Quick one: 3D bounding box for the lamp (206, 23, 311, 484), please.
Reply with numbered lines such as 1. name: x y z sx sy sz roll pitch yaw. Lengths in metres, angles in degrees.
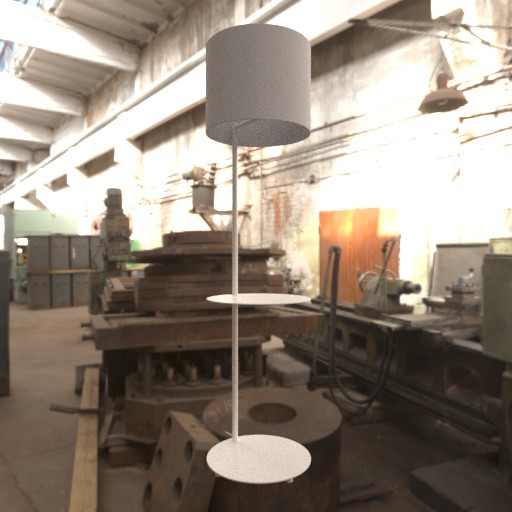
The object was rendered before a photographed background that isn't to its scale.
1. lamp: 0.000 0.000 1.593 0.372 1.465 0.405 0 0 -35
